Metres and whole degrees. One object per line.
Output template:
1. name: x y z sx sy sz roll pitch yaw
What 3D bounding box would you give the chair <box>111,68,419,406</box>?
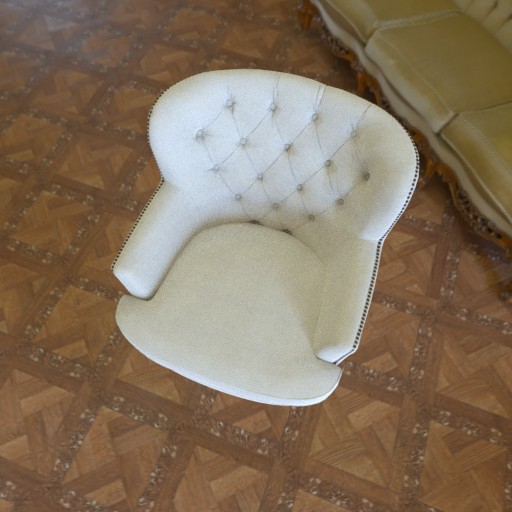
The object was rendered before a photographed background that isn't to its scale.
1. chair: 0.000 0.000 1.570 0.848 0.868 0.906 17 61 10
